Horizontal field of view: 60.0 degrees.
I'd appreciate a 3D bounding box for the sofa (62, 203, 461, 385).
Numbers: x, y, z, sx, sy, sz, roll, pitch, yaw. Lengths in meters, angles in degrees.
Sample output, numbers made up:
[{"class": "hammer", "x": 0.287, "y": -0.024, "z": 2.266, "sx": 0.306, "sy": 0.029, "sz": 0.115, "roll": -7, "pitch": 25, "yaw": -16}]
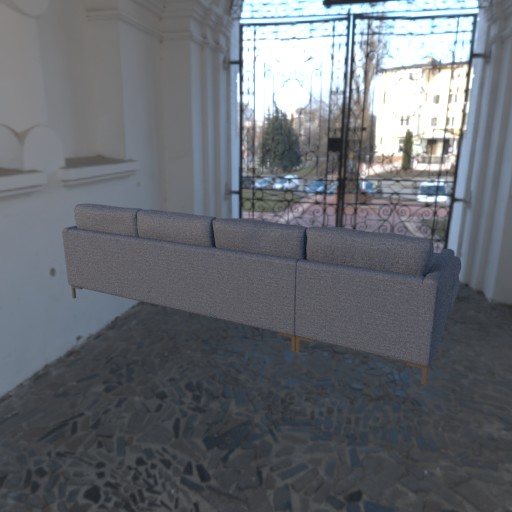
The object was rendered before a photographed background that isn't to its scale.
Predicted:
[{"class": "sofa", "x": 0.000, "y": 0.000, "z": 2.964, "sx": 2.445, "sy": 0.673, "sz": 1.125, "roll": 8, "pitch": 17, "yaw": 28}]
